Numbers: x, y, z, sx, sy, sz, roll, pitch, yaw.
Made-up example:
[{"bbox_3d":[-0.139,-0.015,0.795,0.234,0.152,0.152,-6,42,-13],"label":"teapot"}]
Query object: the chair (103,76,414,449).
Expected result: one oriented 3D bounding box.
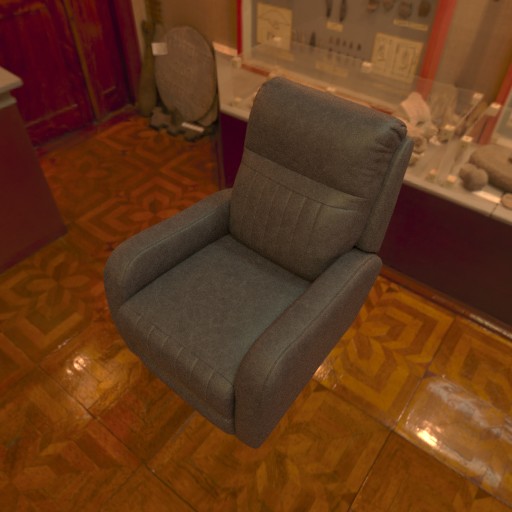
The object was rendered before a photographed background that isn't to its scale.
[{"bbox_3d":[0.000,0.000,1.818,0.865,1.067,1.067,30,53,26],"label":"chair"}]
